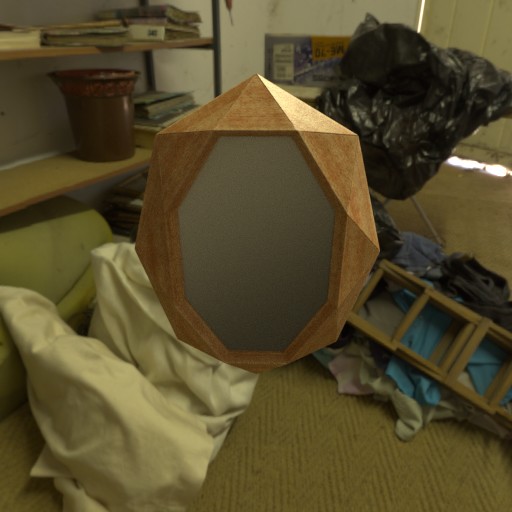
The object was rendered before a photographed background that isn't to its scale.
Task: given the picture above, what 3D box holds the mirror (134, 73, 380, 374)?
[{"bbox_3d":[0.000,0.000,1.019,0.577,0.774,0.070,1,28,1],"label":"mirror"}]
